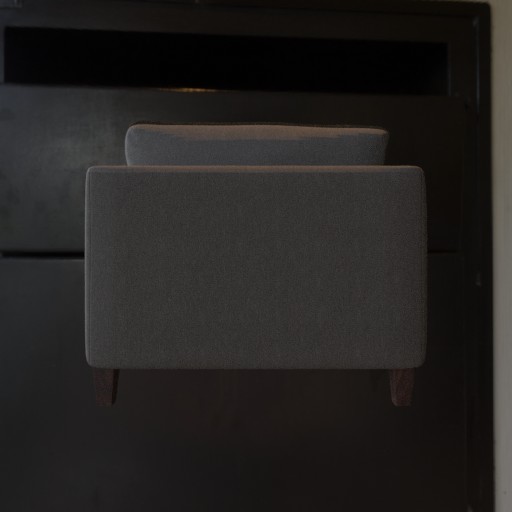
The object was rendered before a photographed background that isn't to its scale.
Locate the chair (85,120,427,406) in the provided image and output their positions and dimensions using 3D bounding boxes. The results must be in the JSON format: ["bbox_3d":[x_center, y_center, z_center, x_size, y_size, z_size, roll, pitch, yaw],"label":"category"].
[{"bbox_3d":[0.000,0.000,1.855,1.107,0.963,0.959,0,0,0],"label":"chair"}]
